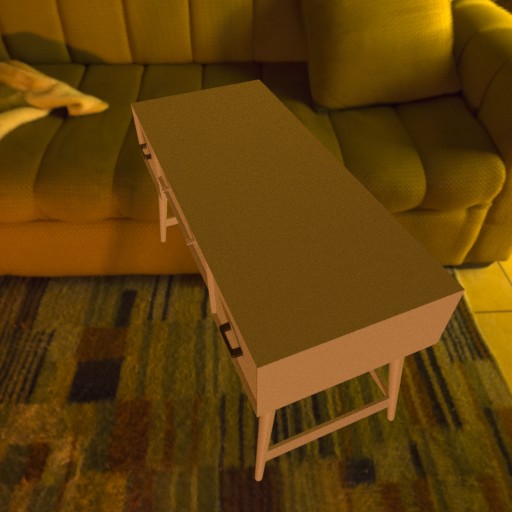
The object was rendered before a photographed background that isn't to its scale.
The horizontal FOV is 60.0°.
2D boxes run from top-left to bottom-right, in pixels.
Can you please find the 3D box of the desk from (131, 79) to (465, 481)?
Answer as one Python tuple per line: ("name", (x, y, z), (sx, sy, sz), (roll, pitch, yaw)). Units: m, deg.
("desk", (0.000, 0.000, 1.732), (0.589, 0.762, 1.313), (-17, 48, -16))
